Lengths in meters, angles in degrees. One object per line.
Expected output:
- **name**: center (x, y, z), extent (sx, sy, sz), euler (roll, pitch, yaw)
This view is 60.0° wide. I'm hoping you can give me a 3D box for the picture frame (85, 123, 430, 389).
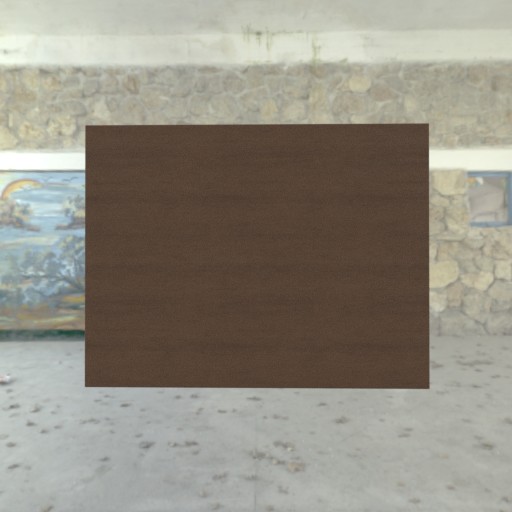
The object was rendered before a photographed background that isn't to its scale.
- **picture frame**: center (0.000, 0.000, 1.730), extent (1.329, 1.018, 0.045), euler (0, 0, 1)
